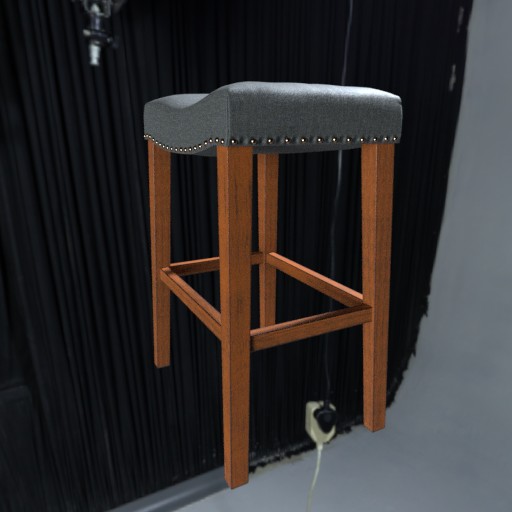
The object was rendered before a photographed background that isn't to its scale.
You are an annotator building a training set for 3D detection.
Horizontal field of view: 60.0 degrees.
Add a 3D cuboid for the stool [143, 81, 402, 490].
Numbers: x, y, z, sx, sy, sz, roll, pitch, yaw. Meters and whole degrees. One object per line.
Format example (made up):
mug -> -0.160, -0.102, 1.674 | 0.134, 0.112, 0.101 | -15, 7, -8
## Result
stool -> 0.000, 0.000, 0.868 | 0.320, 0.612, 0.439 | -8, 18, -27
